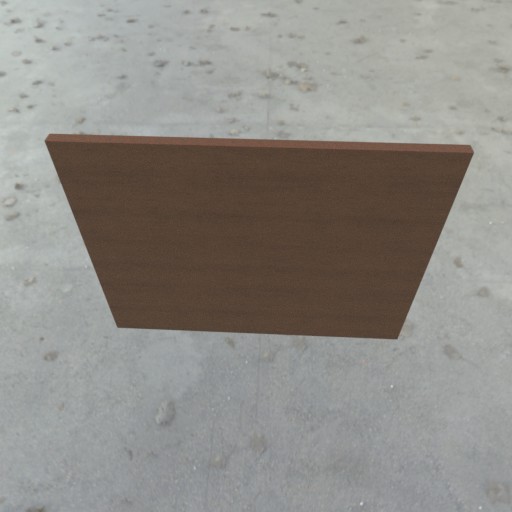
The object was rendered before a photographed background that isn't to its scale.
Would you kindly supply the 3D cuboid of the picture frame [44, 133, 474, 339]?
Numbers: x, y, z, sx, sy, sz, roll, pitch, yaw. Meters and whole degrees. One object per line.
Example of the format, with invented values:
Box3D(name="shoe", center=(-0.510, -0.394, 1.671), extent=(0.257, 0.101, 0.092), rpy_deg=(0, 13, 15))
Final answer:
Box3D(name="picture frame", center=(0.000, 0.000, 1.748), extent=(1.329, 1.018, 0.045), rpy_deg=(2, 46, 2))
